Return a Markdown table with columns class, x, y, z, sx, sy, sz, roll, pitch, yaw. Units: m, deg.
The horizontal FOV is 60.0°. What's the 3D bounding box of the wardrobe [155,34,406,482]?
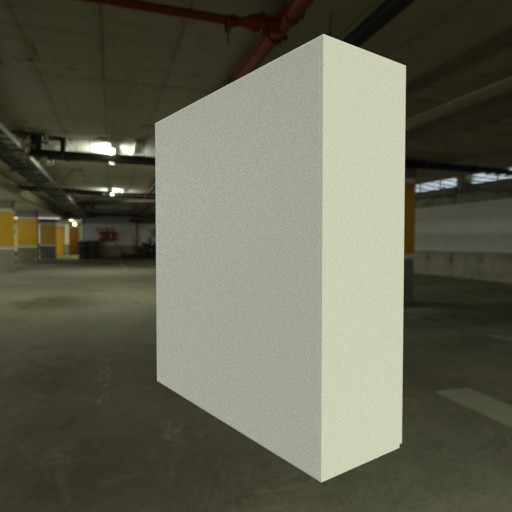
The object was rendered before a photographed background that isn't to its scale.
| class | x | y | z | sx | sy | sz | roll | pitch | yaw |
| --- | --- | --- | --- | --- | --- | --- | --- | --- | --- |
| wardrobe | 0.000 | 0.000 | 2.905 | 0.600 | 2.020 | 1.830 | -1 | 2 | -36 |
